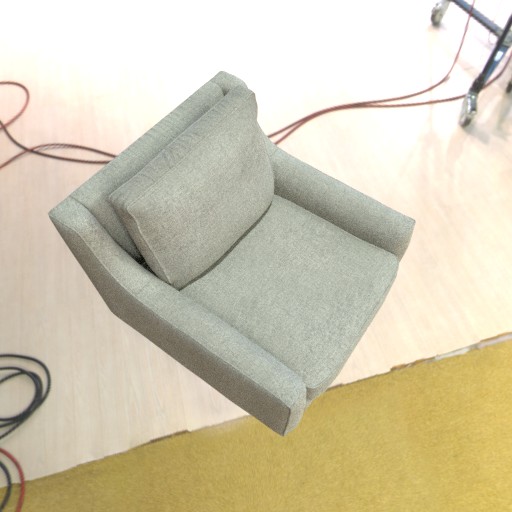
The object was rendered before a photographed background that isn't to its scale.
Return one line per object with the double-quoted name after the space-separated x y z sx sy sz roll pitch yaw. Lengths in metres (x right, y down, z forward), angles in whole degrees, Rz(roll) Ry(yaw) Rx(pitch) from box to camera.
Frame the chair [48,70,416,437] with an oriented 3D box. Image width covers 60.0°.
0.000 0.000 1.604 0.918 0.864 0.838 32 63 18 "chair"
